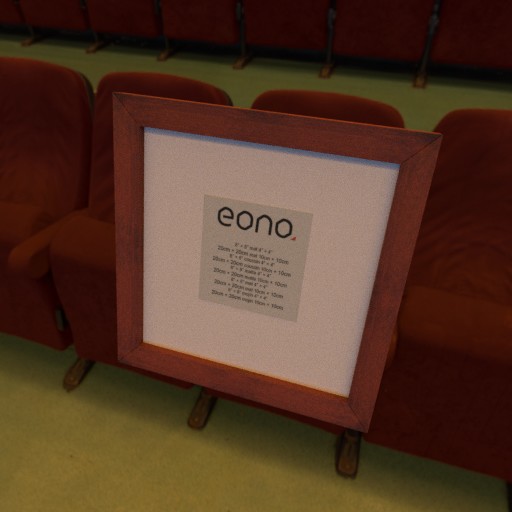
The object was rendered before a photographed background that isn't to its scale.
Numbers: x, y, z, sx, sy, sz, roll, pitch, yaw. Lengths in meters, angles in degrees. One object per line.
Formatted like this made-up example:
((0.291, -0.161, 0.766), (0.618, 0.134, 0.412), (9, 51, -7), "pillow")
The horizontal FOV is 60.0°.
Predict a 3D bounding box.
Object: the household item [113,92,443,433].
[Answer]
((0.000, 0.000, 0.376), (0.240, 0.240, 0.131), (12, 42, 13), "household item")
